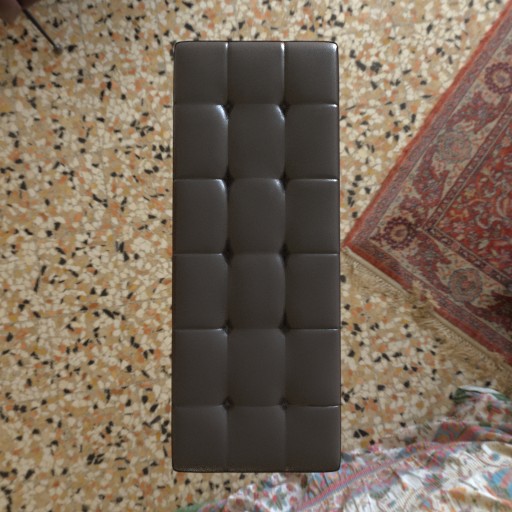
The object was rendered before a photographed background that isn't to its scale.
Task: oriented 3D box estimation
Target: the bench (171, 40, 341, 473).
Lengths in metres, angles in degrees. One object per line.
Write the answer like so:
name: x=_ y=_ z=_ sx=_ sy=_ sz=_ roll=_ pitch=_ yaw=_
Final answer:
bench: x=0.000 y=0.000 z=1.332 sx=0.432 sy=0.460 sz=1.105 roll=0 pitch=88 yaw=0
